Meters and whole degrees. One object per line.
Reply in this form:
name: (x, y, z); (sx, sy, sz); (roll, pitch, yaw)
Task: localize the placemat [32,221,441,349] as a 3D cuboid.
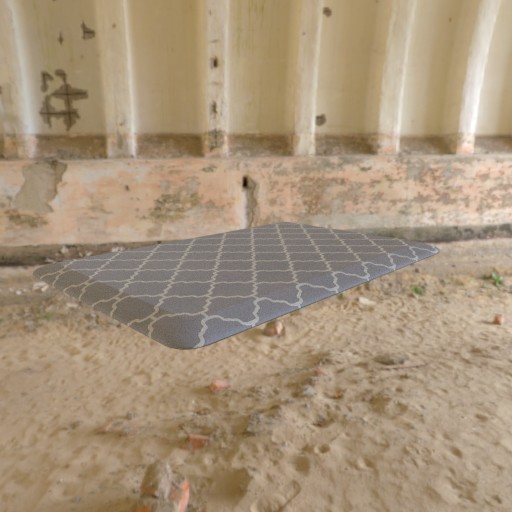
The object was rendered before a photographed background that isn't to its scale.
placemat: (0.000, 0.000, 0.952); (0.508, 0.021, 0.762); (13, 19, 43)
